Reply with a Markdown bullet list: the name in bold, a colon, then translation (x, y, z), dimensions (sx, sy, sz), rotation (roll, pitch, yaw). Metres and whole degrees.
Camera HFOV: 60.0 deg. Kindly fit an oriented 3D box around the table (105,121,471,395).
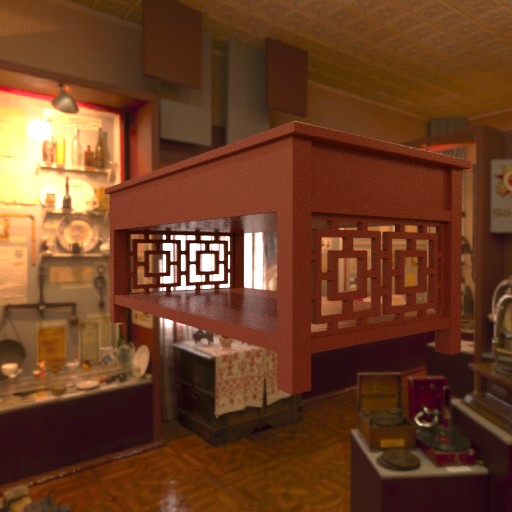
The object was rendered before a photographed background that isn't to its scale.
- **table**: translation (0.000, 0.000, 1.396), dimensions (0.612, 0.493, 1.068), rotation (-1, 1, -36)
